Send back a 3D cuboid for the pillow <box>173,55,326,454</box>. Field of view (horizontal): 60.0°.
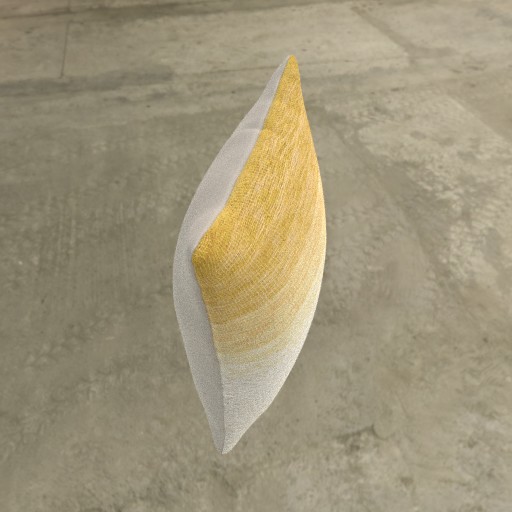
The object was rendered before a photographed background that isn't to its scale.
[{"bbox_3d":[0.000,0.000,0.686,0.211,0.450,0.450,10,47,10],"label":"pillow"}]
